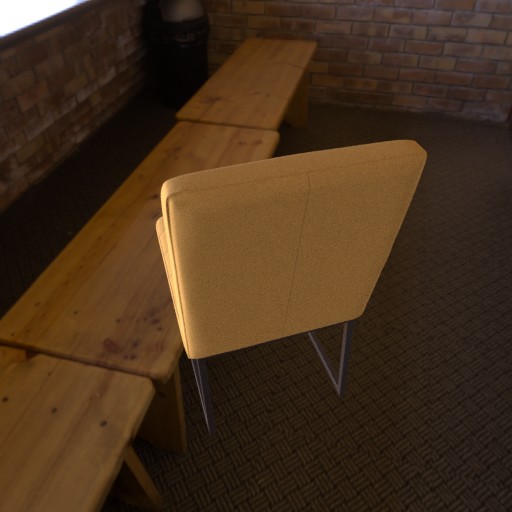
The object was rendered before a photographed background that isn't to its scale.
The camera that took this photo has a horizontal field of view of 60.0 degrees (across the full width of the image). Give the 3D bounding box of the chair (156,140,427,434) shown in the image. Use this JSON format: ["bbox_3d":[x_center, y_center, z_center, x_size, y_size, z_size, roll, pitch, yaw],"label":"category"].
[{"bbox_3d":[0.000,0.000,1.303,0.520,0.930,0.634,-12,43,-13],"label":"chair"}]
